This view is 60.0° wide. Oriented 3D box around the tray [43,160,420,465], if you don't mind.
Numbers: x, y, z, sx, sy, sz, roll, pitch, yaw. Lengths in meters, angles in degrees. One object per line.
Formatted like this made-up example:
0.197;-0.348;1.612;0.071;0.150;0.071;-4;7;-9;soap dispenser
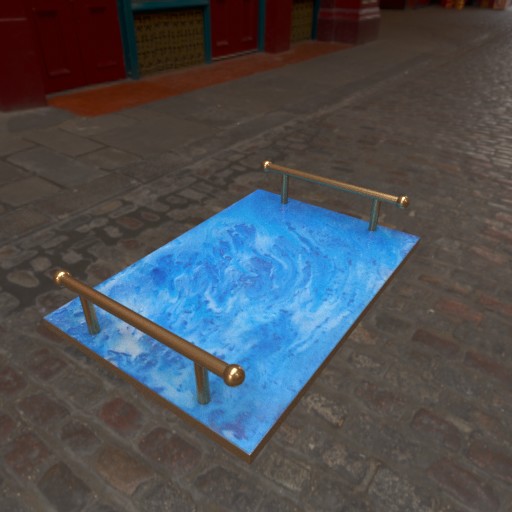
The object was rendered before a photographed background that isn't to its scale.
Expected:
0.000;0.000;0.586;0.304;0.084;0.444;21;39;29;tray
